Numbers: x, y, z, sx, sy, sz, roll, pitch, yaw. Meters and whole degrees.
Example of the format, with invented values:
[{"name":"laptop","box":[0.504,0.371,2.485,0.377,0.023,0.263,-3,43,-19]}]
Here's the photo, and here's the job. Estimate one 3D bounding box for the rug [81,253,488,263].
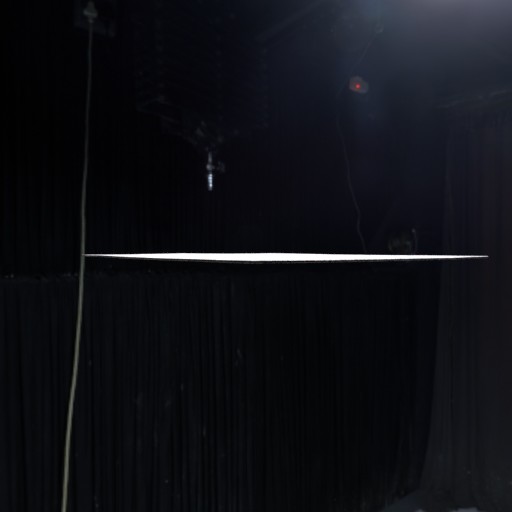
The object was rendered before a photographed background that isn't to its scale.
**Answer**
[{"name":"rug","box":[0.000,0.000,4.248,2.436,0.024,3.226,-1,1,-36]}]
